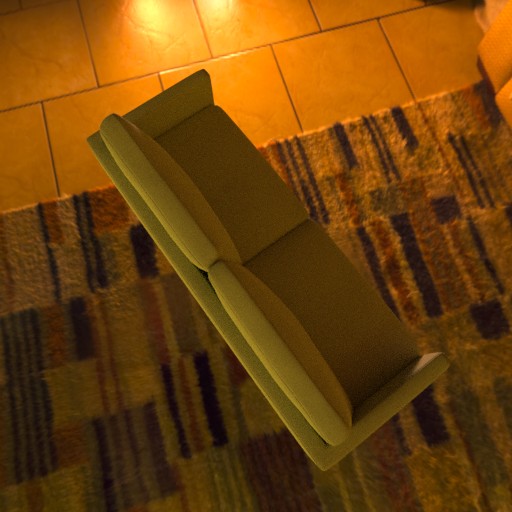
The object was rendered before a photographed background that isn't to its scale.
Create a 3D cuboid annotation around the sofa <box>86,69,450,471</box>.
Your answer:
[{"bbox_3d":[0.000,0.000,2.878,0.948,0.965,2.434,-35,77,-10],"label":"sofa"}]
